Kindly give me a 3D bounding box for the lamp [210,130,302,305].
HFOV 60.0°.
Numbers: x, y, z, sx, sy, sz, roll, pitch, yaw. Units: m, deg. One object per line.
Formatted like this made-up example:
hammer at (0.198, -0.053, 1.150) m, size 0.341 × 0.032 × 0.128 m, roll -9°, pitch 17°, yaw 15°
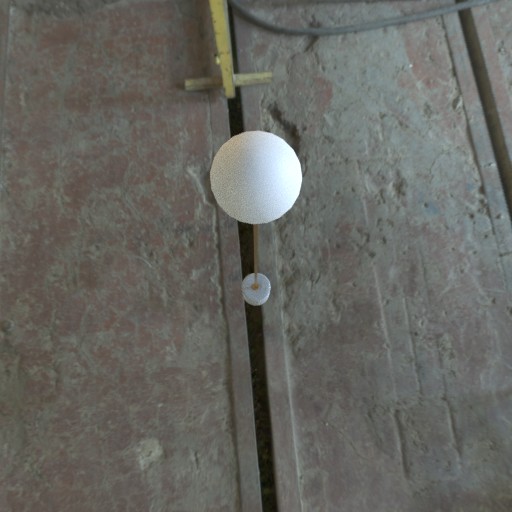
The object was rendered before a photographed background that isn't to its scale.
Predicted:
lamp at (0.000, 0.000, 1.823) m, size 0.224 × 1.753 × 0.224 m, roll 38°, pitch 79°, yaw 9°
